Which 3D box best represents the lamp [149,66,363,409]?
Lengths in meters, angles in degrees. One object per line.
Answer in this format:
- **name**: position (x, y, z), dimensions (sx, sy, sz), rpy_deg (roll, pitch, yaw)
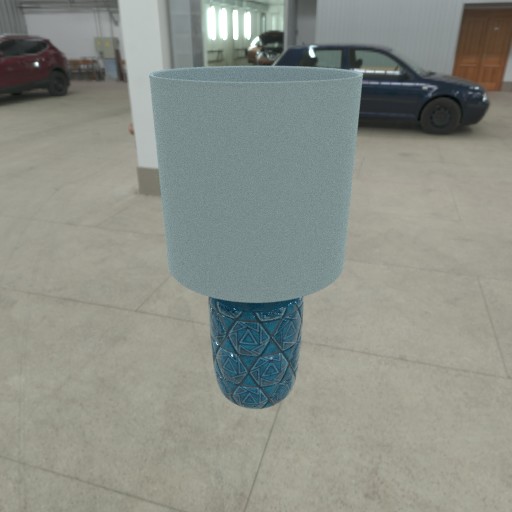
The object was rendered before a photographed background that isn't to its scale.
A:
- **lamp**: position (0.000, 0.000, 0.492), dimensions (0.193, 0.377, 0.193), rpy_deg (-9, 28, -17)
